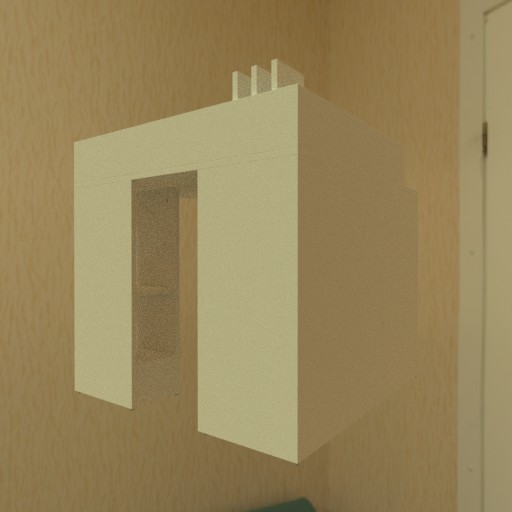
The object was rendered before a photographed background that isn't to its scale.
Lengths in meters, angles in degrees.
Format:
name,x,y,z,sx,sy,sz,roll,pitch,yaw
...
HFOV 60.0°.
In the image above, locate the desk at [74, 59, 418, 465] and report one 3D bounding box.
name,x,y,z,sx,sy,sz,roll,pitch,yaw
desk,0.000,0.000,1.701,0.940,0.986,0.940,0,1,36
